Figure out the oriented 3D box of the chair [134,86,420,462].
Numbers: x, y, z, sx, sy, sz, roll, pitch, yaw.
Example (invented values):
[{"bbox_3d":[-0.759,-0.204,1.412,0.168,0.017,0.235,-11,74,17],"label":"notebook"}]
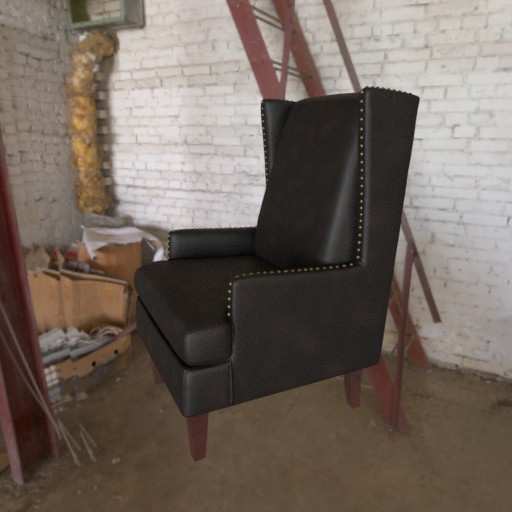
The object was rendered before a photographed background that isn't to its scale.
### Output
[{"bbox_3d":[0.000,0.000,1.631,0.799,1.142,0.703,-8,18,-25],"label":"chair"}]
